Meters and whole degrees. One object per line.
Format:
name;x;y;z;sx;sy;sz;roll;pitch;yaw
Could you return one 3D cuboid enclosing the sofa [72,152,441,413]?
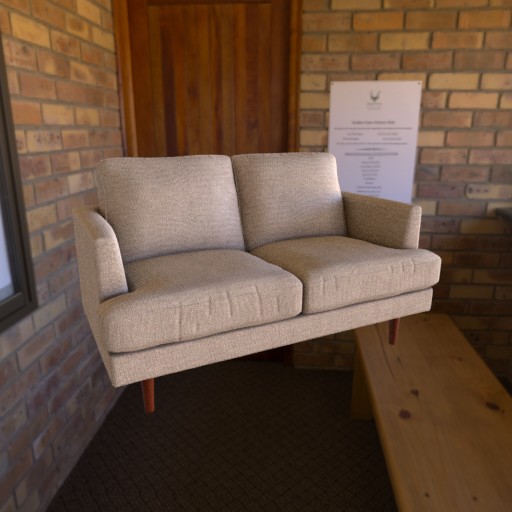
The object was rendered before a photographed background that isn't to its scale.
sofa;0.000;0.000;2.153;1.582;0.944;0.903;-8;17;-26
